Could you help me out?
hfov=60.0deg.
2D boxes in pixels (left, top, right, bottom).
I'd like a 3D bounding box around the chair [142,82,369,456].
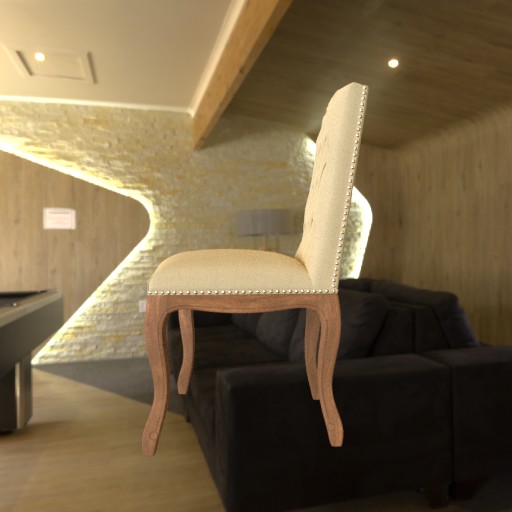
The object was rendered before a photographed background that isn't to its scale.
[{"bbox_3d":[0.000,0.000,1.594,0.715,1.165,0.623,0,0,0],"label":"chair"}]
